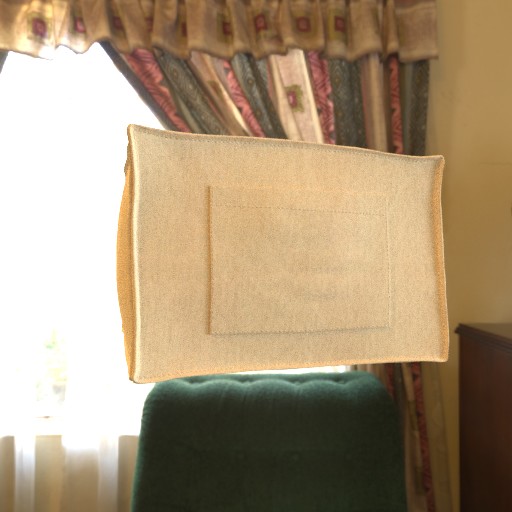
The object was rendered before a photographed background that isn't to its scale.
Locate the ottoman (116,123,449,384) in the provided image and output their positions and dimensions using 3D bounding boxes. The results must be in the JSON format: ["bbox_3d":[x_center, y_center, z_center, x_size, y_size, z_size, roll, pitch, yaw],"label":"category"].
[{"bbox_3d":[0.000,0.000,1.174,0.707,0.470,0.696,0,-2,-17],"label":"ottoman"}]
